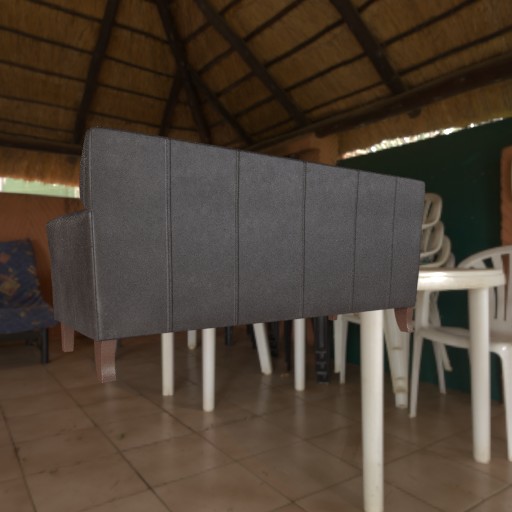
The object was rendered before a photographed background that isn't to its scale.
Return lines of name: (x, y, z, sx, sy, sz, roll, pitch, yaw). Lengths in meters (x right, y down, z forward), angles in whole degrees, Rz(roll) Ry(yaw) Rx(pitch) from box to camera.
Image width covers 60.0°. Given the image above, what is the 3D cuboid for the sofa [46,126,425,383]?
sofa: (0.000, 0.000, 2.497, 2.053, 0.947, 0.805, 0, 0, -36)
